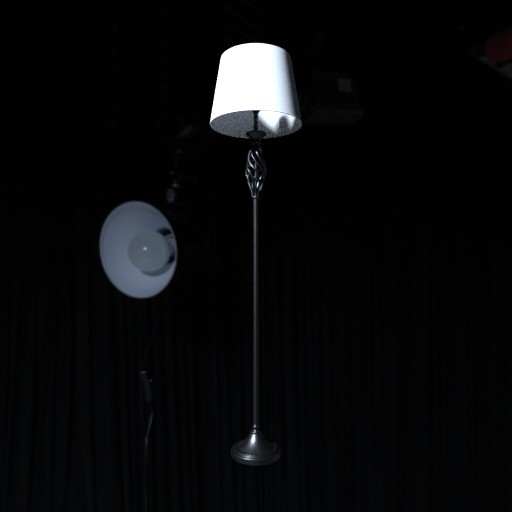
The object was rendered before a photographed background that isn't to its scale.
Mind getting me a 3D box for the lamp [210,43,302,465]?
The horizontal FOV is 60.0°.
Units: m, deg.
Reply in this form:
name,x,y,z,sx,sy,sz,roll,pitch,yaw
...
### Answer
name,x,y,z,sx,sy,sz,roll,pitch,yaw
lamp,0.000,0.000,1.827,0.379,1.623,0.379,0,-1,0
